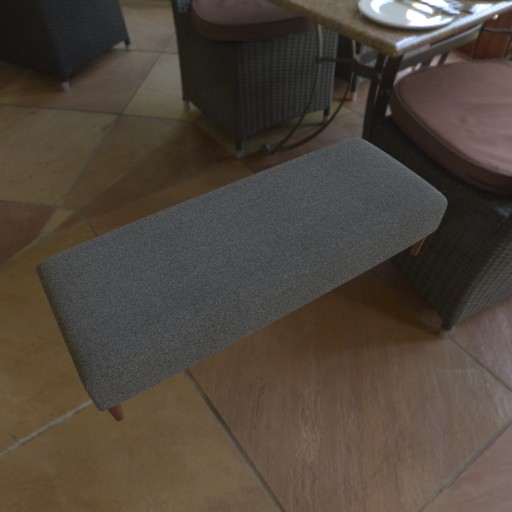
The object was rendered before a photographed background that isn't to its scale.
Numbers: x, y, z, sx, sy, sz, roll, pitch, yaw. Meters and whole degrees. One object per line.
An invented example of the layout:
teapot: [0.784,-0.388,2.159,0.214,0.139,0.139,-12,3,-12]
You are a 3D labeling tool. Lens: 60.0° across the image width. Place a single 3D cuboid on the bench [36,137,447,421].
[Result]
bench: [0.000,0.000,1.887,1.598,0.384,0.631,-25,52,-21]
